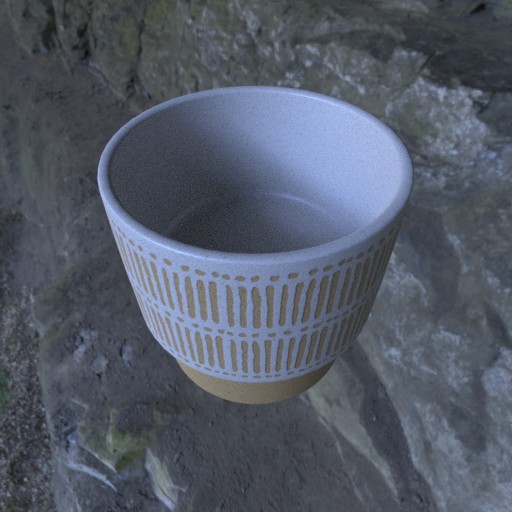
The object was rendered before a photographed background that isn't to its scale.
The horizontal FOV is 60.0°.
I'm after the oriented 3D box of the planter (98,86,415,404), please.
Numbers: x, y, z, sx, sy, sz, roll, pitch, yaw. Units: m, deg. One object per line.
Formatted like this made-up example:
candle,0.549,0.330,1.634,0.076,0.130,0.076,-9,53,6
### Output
planter,0.000,0.000,0.561,0.317,0.303,0.317,0,45,0
